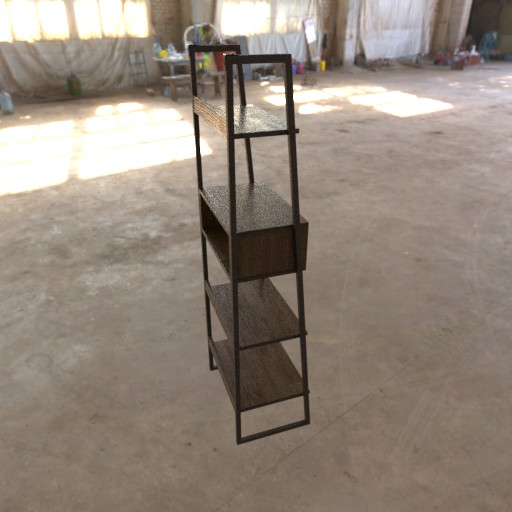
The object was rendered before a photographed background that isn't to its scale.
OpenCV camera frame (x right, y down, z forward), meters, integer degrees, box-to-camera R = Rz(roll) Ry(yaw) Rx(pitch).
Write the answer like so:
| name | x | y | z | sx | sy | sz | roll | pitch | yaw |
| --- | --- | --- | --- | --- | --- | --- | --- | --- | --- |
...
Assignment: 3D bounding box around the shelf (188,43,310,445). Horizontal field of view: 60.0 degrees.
| name | x | y | z | sx | sy | sz | roll | pitch | yaw |
| --- | --- | --- | --- | --- | --- | --- | --- | --- | --- |
| shelf | 0.000 | 0.000 | 2.345 | 0.454 | 2.005 | 0.652 | -9 | 30 | -17 |
